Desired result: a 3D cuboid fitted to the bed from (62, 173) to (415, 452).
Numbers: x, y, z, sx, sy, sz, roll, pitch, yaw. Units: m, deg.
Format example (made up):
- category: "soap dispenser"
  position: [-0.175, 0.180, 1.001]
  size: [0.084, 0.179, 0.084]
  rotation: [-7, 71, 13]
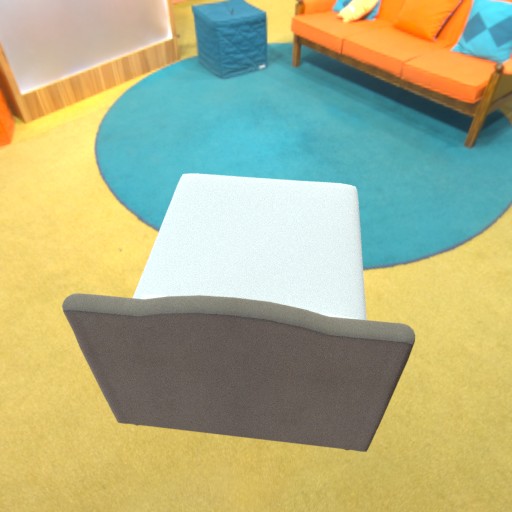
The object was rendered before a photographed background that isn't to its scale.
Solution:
- category: "bed"
  position: [0.000, 0.000, 3.240]
  size: [1.744, 1.441, 2.128]
  rotation: [5, 46, 5]
